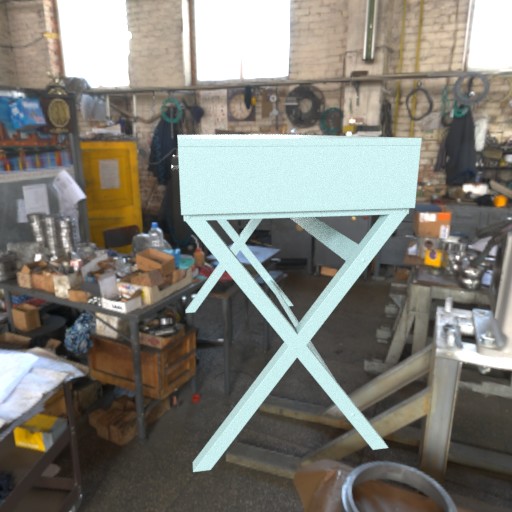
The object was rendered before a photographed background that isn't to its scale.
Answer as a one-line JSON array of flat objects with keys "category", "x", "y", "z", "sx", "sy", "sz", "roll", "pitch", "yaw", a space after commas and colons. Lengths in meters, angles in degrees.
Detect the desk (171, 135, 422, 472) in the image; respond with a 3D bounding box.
[{"category": "desk", "x": 0.000, "y": 0.000, "z": 1.493, "sx": 0.525, "sy": 0.780, "sz": 1.057, "roll": -3, "pitch": 16, "yaw": -9}]
